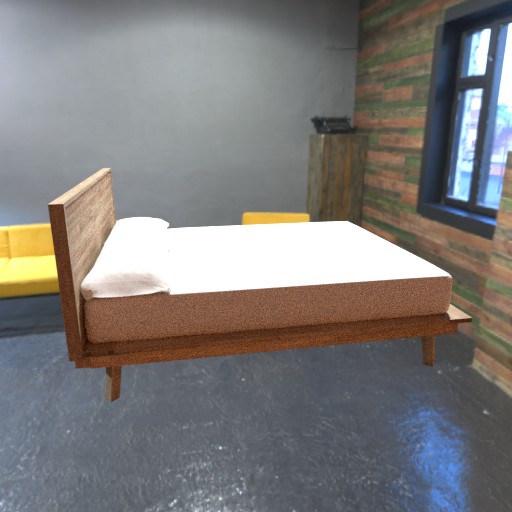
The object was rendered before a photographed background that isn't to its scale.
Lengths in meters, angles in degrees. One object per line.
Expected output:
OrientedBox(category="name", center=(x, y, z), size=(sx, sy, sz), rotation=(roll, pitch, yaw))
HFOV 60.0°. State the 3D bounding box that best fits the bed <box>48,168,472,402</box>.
OrientedBox(category="bed", center=(0.000, 0.000, 3.036), size=(2.145, 1.071, 1.759), rotation=(-3, 16, -11))
